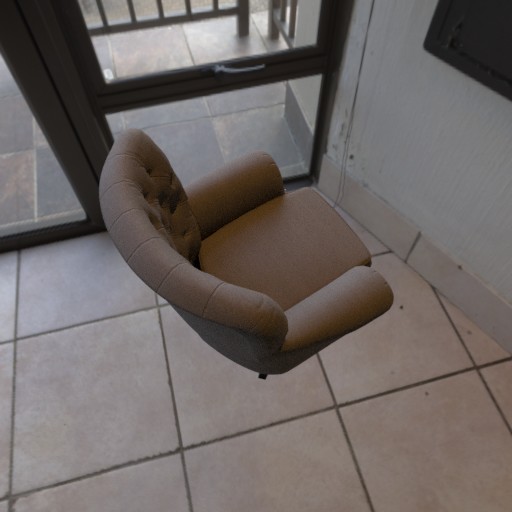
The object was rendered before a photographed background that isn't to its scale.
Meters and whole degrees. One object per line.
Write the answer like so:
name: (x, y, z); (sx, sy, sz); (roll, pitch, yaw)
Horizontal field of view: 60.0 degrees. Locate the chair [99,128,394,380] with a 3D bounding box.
chair: (0.000, 0.000, 1.852); (0.983, 1.046, 0.983); (-29, 62, -17)
